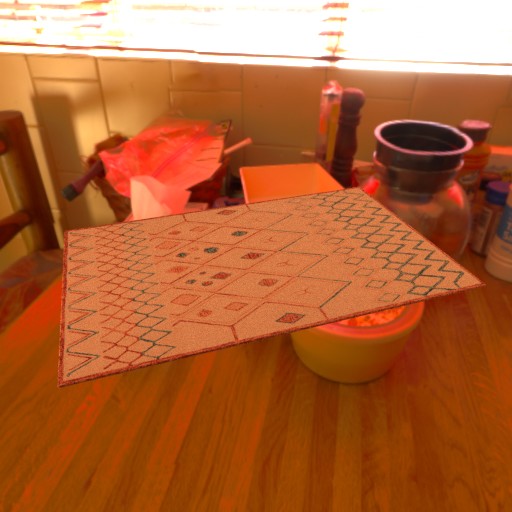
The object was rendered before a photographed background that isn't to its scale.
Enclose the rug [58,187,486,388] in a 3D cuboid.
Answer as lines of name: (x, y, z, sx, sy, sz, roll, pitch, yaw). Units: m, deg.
rug: (0.000, 0.000, 2.968, 2.438, 0.015, 1.524, -10, 34, -16)
